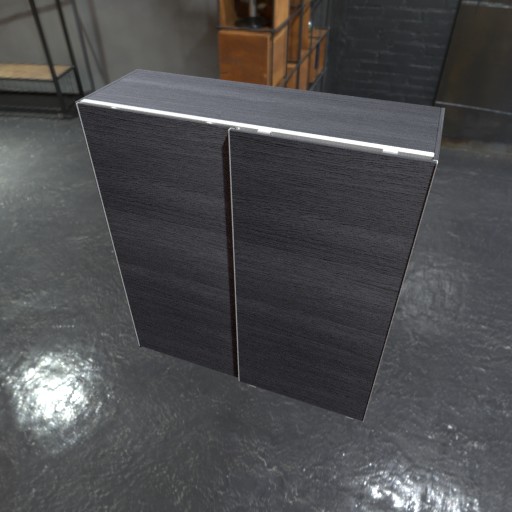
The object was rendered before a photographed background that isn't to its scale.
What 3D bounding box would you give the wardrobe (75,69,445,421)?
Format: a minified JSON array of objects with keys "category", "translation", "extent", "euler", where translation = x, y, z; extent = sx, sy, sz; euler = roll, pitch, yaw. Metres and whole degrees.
[{"category":"wardrobe","translation":[0.000,0.000,2.847],"extent":[1.780,1.960,0.629],"euler":[14,41,16]}]
